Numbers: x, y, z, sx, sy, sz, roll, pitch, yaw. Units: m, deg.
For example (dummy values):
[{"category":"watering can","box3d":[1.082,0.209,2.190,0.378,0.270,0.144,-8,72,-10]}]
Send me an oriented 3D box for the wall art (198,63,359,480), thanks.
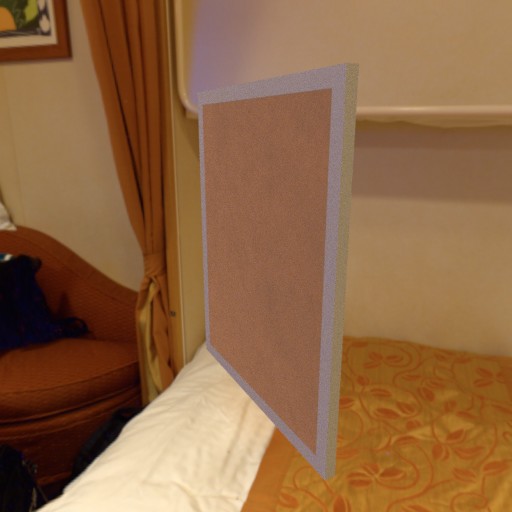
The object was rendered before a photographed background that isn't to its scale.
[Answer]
[{"category":"wall art","box3d":[0.000,0.000,1.106,0.026,0.811,0.661,-8,18,-27]}]
